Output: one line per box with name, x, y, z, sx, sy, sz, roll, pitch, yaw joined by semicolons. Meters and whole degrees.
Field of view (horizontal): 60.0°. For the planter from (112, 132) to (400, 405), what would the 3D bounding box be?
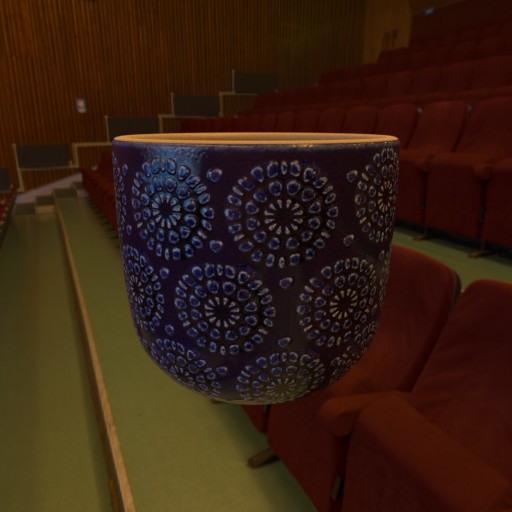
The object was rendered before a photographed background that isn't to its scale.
planter;0.000;0.000;0.284;0.165;0.149;0.165;0;17;0
